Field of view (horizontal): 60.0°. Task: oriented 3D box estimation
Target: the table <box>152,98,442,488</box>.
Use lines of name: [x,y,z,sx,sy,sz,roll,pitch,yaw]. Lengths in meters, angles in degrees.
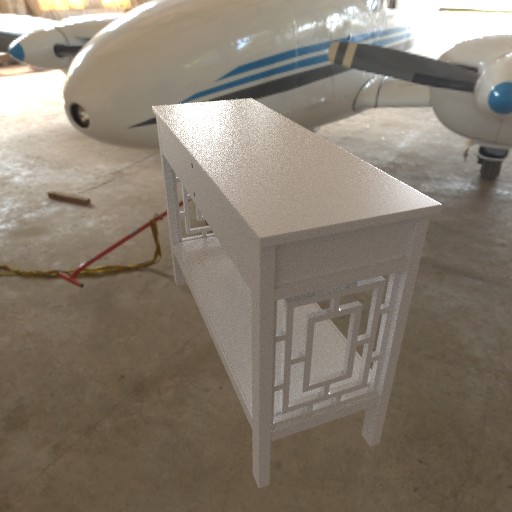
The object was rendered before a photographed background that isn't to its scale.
table: [0.000,0.000,1.433,0.397,0.753,1.068,-11,33,-18]
